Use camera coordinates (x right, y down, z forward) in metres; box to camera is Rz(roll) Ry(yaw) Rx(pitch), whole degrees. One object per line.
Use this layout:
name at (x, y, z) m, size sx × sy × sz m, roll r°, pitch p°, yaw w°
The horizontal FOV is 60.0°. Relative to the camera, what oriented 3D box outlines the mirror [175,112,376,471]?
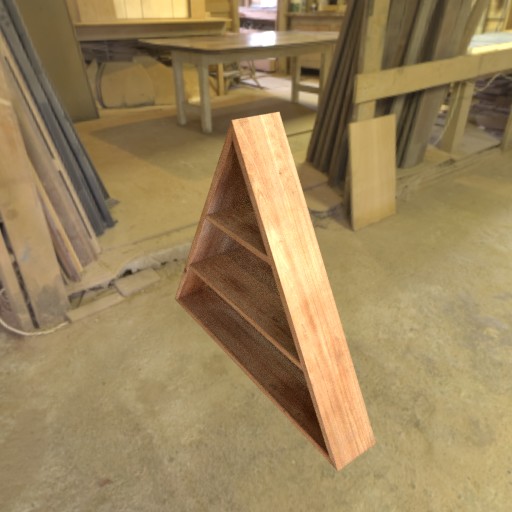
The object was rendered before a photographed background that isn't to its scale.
mirror at (0.000, 0.000, 0.885) m, size 0.100 × 0.548 × 0.631 m, roll -20°, pitch 36°, yaw -30°
